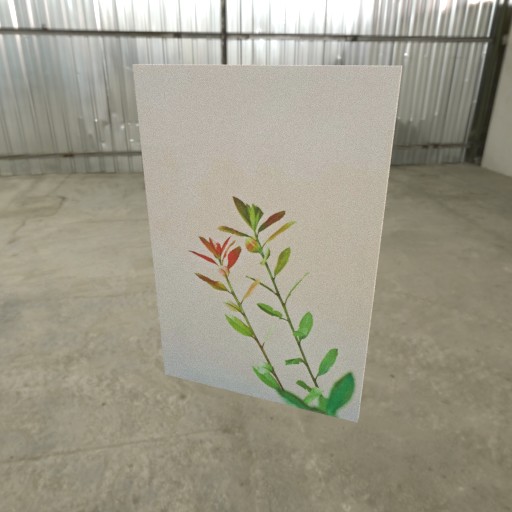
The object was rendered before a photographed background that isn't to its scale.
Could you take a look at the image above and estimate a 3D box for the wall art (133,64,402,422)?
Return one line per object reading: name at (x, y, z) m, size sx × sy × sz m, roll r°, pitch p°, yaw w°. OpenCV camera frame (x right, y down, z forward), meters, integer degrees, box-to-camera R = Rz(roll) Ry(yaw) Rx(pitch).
wall art at (0.000, 0.000, 1.444) m, size 0.764 × 1.143 × 0.038 m, roll 8°, pitch 26°, yaw 18°
